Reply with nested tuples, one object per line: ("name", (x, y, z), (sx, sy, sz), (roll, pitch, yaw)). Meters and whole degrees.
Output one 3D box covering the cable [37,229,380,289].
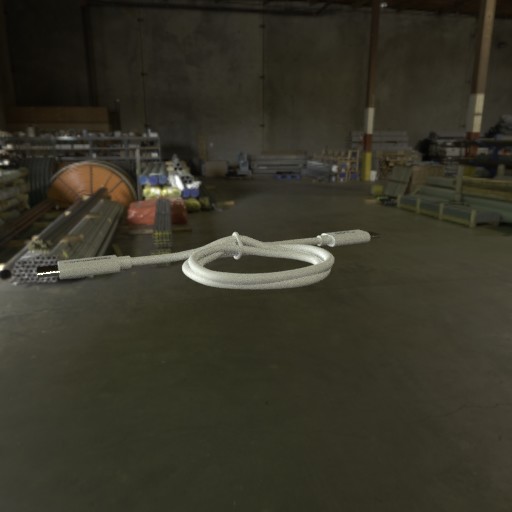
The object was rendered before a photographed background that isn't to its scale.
("cable", (0.000, 0.000, 0.208), (0.186, 0.014, 0.070), (-7, 16, -25))
